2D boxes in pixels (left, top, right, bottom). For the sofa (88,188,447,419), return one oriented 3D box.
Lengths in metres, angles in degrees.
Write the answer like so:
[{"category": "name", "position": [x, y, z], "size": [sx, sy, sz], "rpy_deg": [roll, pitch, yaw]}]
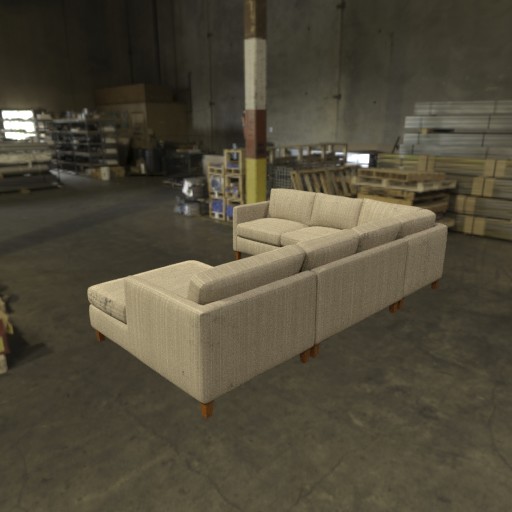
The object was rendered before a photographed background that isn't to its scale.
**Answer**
[{"category": "sofa", "position": [0.000, 0.000, 4.661], "size": [3.460, 0.961, 2.594], "rpy_deg": [-15, 22, -42]}]
